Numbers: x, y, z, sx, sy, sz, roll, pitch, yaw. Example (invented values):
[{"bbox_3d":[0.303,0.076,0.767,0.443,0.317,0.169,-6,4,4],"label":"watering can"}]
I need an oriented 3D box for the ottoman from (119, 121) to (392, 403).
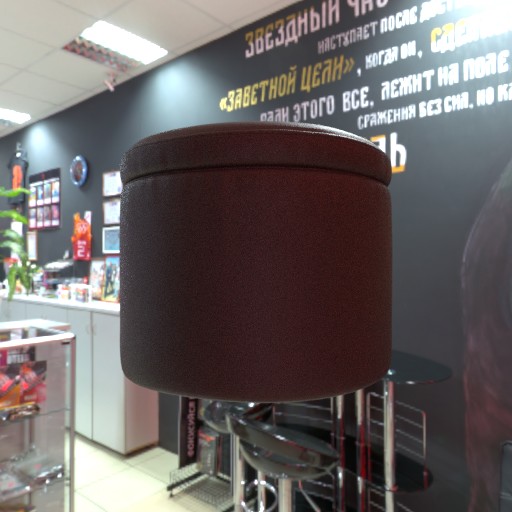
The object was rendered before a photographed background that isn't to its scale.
[{"bbox_3d":[0.000,0.000,0.849,0.500,0.409,0.500,0,0,0],"label":"ottoman"}]
